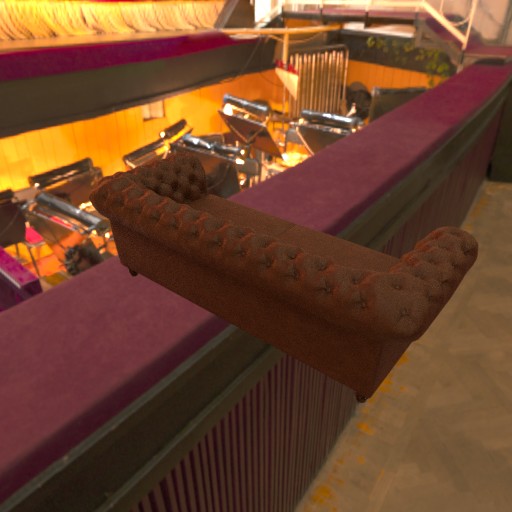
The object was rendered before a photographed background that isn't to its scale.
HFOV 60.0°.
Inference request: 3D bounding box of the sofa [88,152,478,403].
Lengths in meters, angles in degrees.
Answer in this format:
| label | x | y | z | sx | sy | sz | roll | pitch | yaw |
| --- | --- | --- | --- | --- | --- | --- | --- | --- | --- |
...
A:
| label | x | y | z | sx | sy | sz | roll | pitch | yaw |
| --- | --- | --- | --- | --- | --- | --- | --- | --- | --- |
| sofa | 0.000 | 0.000 | 2.865 | 2.385 | 0.783 | 0.944 | 23 | 38 | 33 |
